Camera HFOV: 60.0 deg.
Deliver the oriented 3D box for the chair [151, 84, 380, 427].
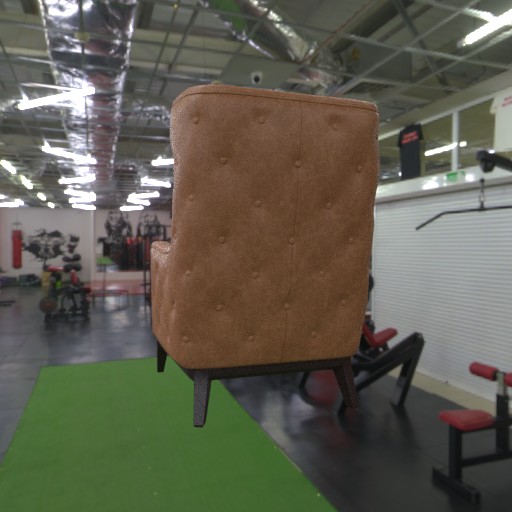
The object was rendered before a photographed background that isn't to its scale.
[{"bbox_3d":[0.000,0.000,1.762,0.766,1.079,0.899,0,1,-18],"label":"chair"}]
